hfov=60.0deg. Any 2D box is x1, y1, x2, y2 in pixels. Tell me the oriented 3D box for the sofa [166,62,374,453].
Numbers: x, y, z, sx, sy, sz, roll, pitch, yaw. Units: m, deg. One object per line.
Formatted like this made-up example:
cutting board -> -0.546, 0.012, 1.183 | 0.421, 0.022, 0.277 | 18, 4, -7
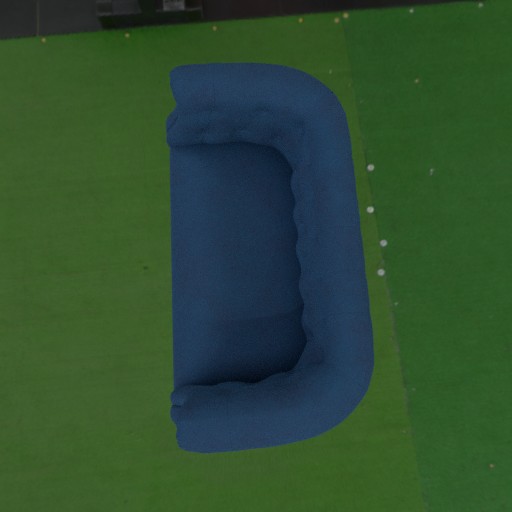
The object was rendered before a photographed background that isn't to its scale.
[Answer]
sofa -> 0.000, 0.000, 2.063 | 0.835, 0.827, 1.558 | -3, 77, -1
